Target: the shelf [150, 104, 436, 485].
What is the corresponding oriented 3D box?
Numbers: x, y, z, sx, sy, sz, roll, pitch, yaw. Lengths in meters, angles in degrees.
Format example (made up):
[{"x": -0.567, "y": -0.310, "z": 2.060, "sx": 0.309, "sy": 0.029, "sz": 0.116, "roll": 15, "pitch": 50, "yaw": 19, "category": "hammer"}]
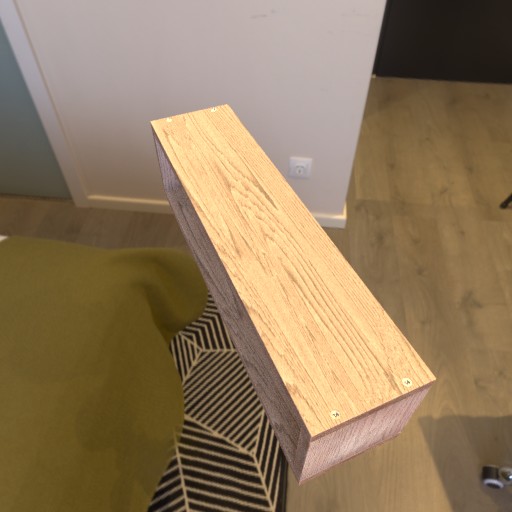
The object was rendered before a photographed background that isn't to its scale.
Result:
[{"x": 0.000, "y": 0.000, "z": 0.697, "sx": 0.150, "sy": 0.170, "sz": 0.610, "roll": -18, "pitch": 51, "yaw": -15, "category": "shelf"}]
